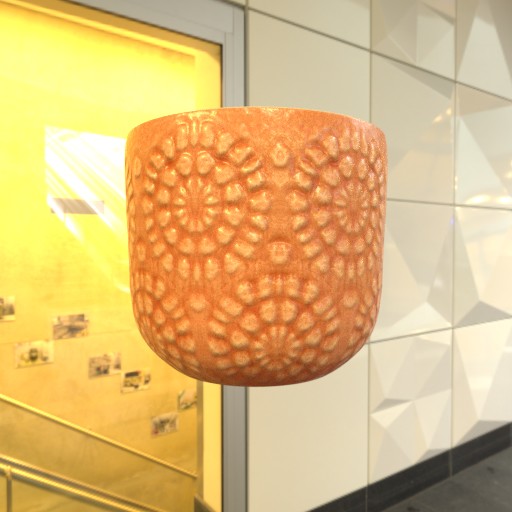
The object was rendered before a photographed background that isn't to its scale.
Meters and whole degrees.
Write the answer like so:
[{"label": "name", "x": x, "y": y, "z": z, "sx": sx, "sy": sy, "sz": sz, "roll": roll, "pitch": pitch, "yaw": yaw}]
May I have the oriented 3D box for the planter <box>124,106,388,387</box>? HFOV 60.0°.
[{"label": "planter", "x": 0.000, "y": 0.000, "z": 0.219, "sx": 0.124, "sy": 0.109, "sz": 0.124, "roll": 0, "pitch": 1, "yaw": 0}]
